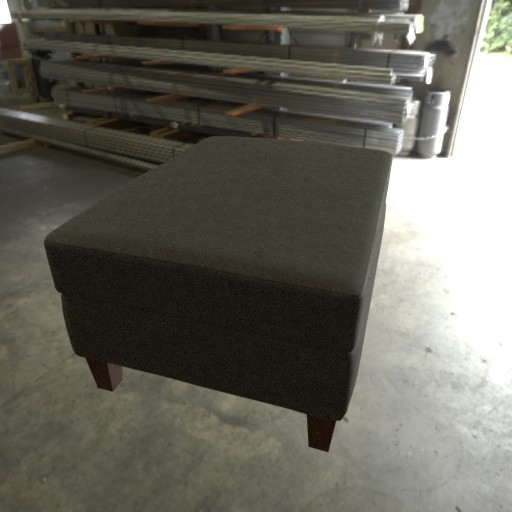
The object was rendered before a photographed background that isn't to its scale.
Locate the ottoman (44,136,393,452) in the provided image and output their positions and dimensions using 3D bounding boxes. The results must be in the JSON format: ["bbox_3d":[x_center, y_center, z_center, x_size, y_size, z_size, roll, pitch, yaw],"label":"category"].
[{"bbox_3d":[0.000,0.000,1.212,0.639,0.464,0.839,9,31,16],"label":"ottoman"}]
